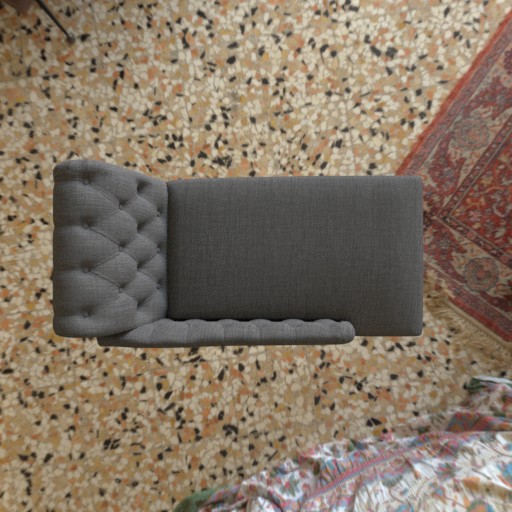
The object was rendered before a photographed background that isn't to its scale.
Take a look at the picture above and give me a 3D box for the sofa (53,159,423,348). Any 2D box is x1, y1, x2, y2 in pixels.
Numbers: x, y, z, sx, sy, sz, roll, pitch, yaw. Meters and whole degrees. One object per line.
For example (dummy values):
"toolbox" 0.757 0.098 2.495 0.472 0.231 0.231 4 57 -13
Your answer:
"sofa" 0.000 0.000 1.823 1.379 0.787 0.675 0 90 2
